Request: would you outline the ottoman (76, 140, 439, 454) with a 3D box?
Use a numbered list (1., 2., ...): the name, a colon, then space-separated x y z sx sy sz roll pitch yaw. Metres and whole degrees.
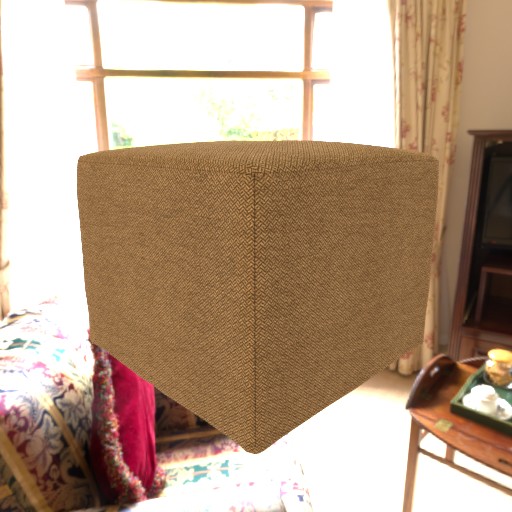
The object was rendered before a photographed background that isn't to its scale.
1. ottoman: 0.000 0.000 0.897 0.512 0.453 0.519 -14 20 -43
